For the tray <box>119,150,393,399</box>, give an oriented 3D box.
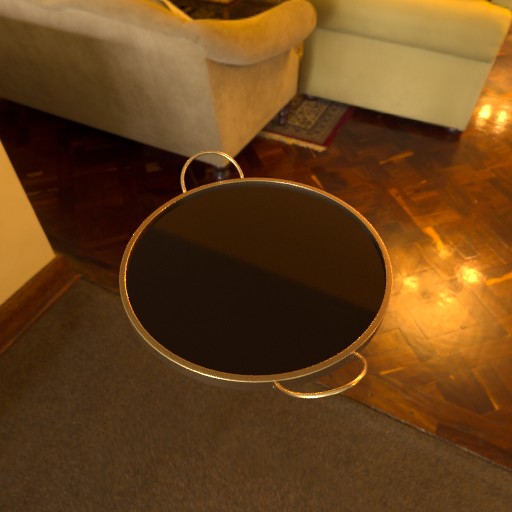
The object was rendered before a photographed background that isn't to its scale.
[{"bbox_3d":[0.000,0.000,0.721,0.438,0.069,0.543,-17,49,-15],"label":"tray"}]
